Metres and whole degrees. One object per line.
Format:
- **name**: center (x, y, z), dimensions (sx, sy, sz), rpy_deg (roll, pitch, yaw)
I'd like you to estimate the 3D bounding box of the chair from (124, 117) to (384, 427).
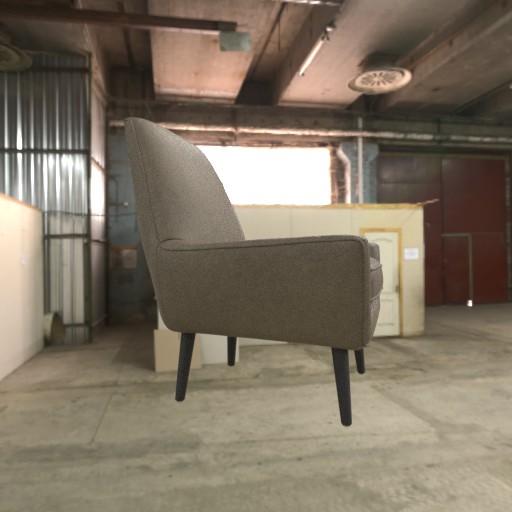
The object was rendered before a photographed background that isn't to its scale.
- **chair**: center (0.000, 0.000, 1.509), dimensions (0.824, 0.888, 0.787), rpy_deg (0, 0, 17)
